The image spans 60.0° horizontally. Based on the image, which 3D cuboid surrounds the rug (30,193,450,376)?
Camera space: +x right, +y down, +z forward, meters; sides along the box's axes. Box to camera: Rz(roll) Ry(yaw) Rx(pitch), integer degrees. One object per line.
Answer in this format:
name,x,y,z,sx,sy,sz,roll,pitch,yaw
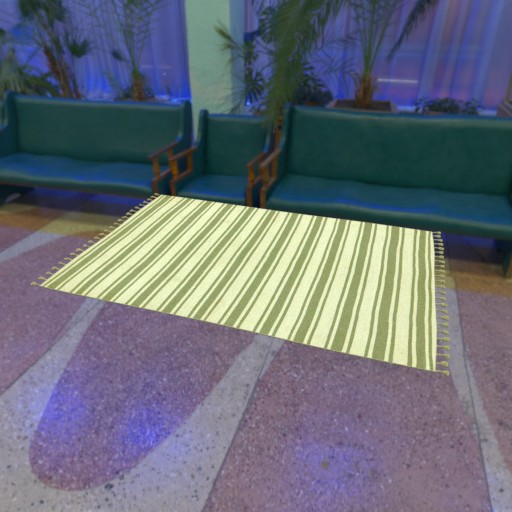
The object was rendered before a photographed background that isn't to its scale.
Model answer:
rug,0.000,0.000,3.018,2.435,0.018,1.540,10,32,16
